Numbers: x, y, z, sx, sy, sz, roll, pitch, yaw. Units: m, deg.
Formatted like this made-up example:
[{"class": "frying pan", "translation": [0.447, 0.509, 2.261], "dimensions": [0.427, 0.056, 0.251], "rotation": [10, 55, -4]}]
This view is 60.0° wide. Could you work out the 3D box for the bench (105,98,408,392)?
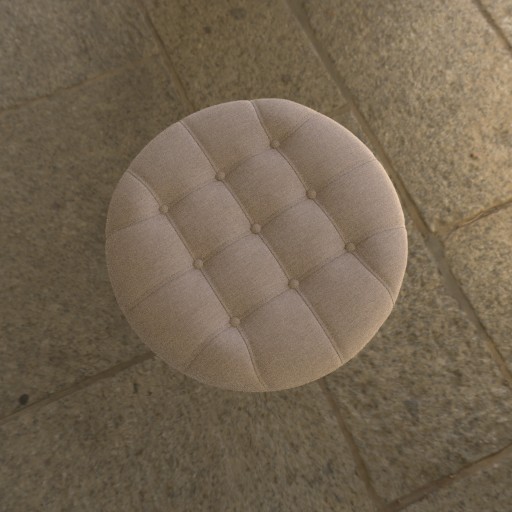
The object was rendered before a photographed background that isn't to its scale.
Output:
[{"class": "bench", "translation": [0.000, 0.000, 1.040], "dimensions": [0.600, 0.454, 0.600], "rotation": [0, 75, 0]}]
